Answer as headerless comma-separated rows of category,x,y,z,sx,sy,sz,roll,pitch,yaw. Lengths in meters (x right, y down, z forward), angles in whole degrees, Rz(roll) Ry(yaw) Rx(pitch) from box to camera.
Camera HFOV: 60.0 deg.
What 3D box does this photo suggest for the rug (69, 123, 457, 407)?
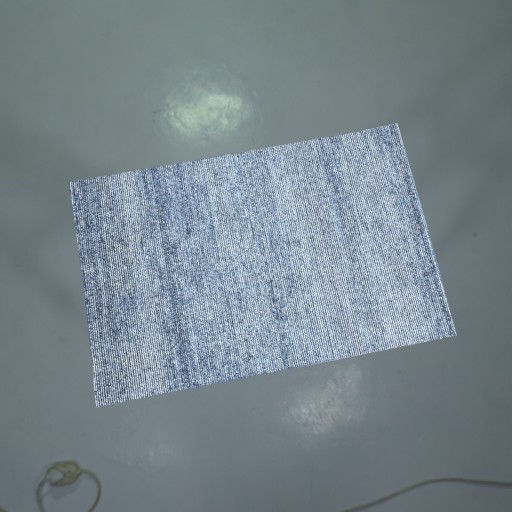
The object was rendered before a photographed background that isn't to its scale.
rug,0.000,0.000,2.254,1.793,0.025,1.159,-11,78,-2
